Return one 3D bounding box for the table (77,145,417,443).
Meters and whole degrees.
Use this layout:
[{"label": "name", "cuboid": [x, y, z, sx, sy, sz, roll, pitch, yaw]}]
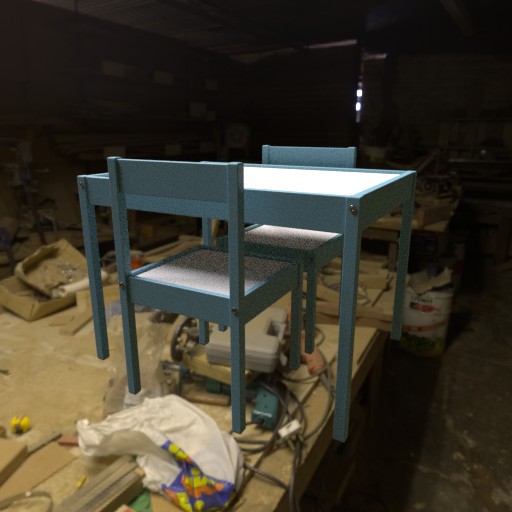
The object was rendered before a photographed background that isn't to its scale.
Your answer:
[{"label": "table", "cuboid": [0.000, 0.000, 1.093, 0.639, 0.503, 0.633, 9, 19, 28]}]
